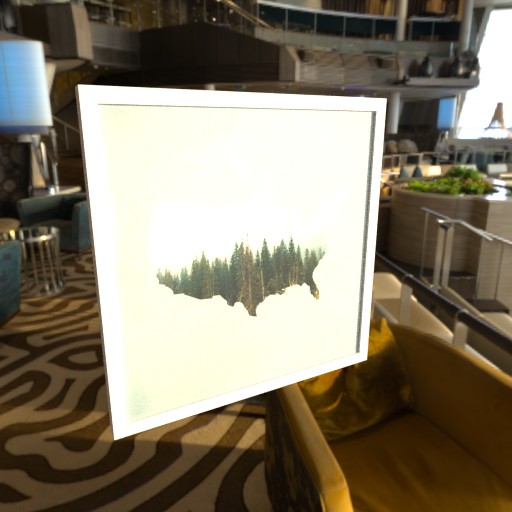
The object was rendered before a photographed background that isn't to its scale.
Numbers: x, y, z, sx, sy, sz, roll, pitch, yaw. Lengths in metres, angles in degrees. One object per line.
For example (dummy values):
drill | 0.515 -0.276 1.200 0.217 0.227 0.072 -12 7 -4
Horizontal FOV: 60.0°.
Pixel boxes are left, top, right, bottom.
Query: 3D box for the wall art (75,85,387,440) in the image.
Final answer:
wall art | 0.000 0.000 1.104 0.762 0.762 0.038 -9 18 -28
